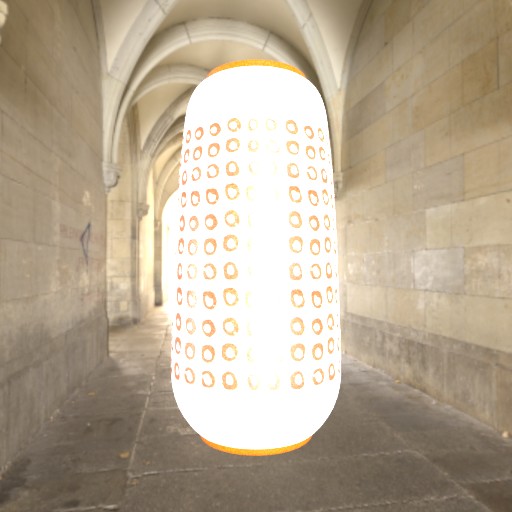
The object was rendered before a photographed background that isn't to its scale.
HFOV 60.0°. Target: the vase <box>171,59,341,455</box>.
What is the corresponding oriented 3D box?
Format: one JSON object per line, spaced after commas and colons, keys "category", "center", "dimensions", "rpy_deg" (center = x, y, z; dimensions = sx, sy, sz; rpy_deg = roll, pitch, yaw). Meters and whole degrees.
{"category": "vase", "center": [0.000, 0.000, 0.356], "dimensions": [0.133, 0.282, 0.133], "rpy_deg": [0, -1, 0]}
